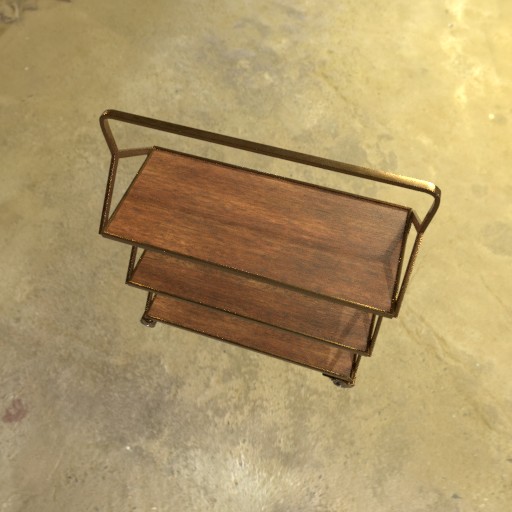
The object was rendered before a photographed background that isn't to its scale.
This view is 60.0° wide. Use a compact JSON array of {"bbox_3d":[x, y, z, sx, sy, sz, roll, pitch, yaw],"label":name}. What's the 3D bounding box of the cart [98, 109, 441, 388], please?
[{"bbox_3d":[0.000,0.000,1.181,0.723,0.805,0.313,15,60,9],"label":"cart"}]
